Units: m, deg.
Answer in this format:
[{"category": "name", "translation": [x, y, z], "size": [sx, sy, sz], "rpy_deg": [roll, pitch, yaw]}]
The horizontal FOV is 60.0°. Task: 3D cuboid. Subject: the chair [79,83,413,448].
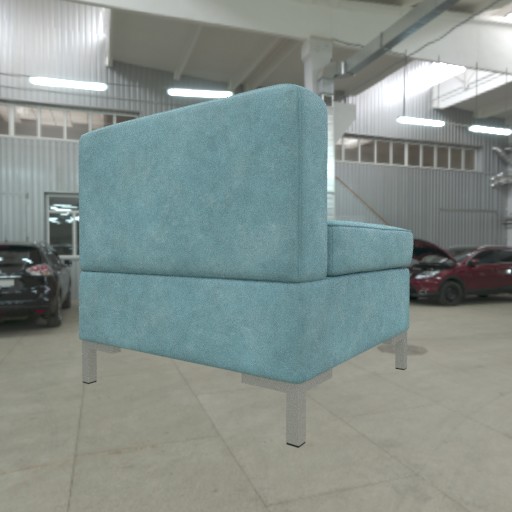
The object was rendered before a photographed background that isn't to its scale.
[{"category": "chair", "translation": [0.000, 0.000, 1.228], "size": [0.691, 0.660, 0.684], "rpy_deg": [1, 2, 35]}]
